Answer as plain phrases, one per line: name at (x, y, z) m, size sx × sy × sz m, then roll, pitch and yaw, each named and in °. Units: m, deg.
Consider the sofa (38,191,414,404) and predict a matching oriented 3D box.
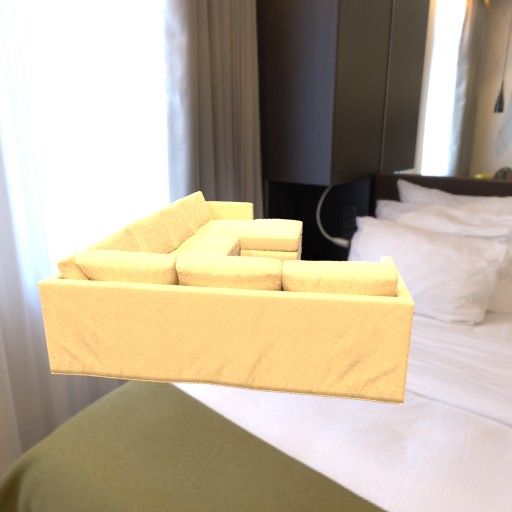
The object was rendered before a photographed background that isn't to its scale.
sofa at (0.000, 0.000, 4.468) m, size 2.427 × 0.882 × 3.460 m, roll 2°, pitch 16°, yaw 8°
